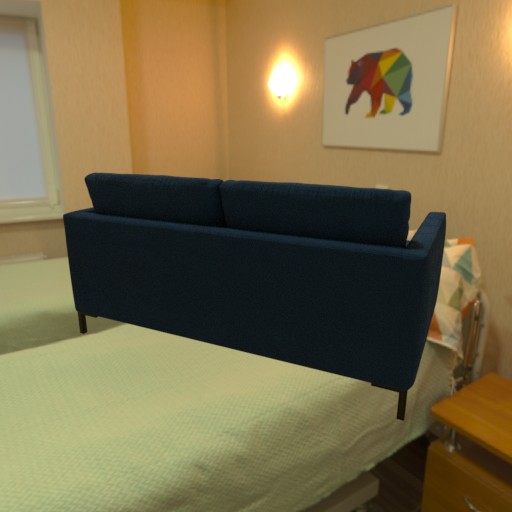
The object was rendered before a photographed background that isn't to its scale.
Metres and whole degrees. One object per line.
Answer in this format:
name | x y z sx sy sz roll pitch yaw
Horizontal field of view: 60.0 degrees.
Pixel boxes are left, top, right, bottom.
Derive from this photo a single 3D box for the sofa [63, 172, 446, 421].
sofa | 0.000 0.000 2.193 1.676 0.817 0.875 8 18 25
